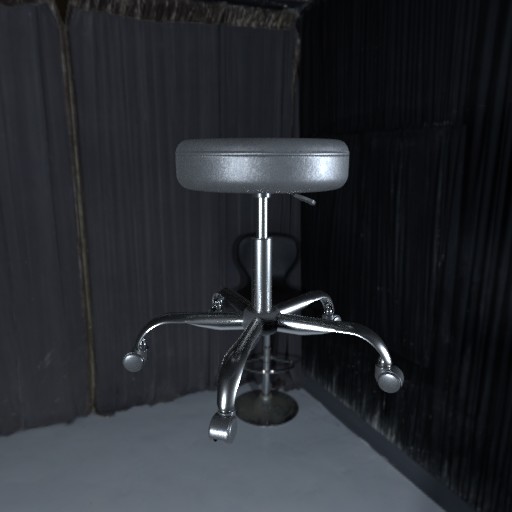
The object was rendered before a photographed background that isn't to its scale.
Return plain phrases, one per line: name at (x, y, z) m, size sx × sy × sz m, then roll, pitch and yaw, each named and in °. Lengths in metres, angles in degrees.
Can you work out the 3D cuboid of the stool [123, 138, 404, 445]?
stool at (0.000, 0.000, 1.142) m, size 0.673 × 0.576 × 0.638 m, roll -6°, pitch 14°, yaw -26°
